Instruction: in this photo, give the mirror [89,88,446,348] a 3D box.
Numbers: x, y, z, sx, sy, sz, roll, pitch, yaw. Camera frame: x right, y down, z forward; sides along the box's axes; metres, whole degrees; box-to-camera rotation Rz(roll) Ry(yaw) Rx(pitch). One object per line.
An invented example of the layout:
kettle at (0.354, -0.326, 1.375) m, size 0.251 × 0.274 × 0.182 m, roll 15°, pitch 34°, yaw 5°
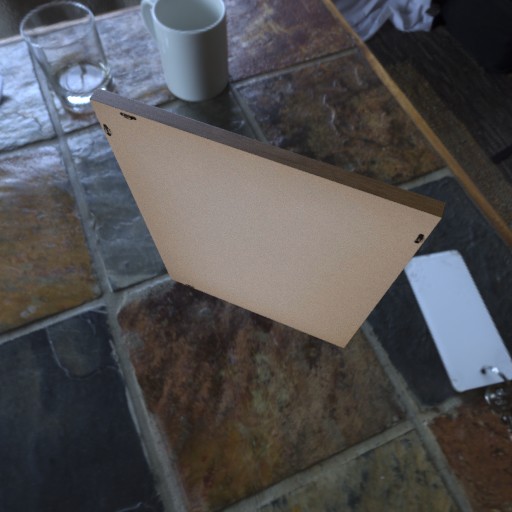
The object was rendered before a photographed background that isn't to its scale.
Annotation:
mirror at (0.000, 0.000, 1.351) m, size 0.762 × 1.016 × 0.040 m, roll 21°, pitch 67°, yaw 9°
